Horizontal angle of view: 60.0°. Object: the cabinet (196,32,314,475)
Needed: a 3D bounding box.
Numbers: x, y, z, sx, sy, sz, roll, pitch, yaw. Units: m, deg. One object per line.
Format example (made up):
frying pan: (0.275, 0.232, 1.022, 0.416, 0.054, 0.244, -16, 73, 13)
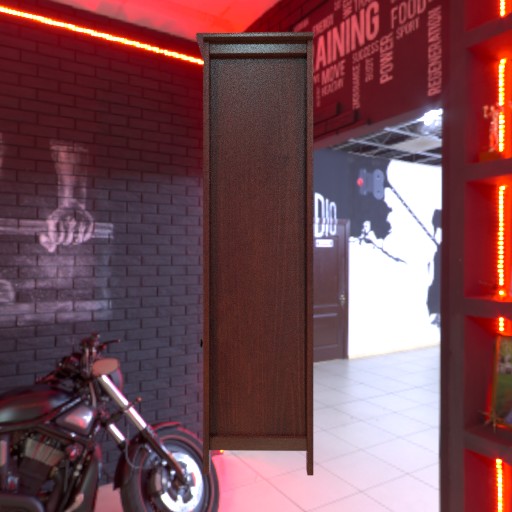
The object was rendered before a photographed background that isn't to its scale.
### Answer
cabinet: (0.000, 0.000, 1.752, 0.401, 1.518, 0.500, 0, 0, 1)
